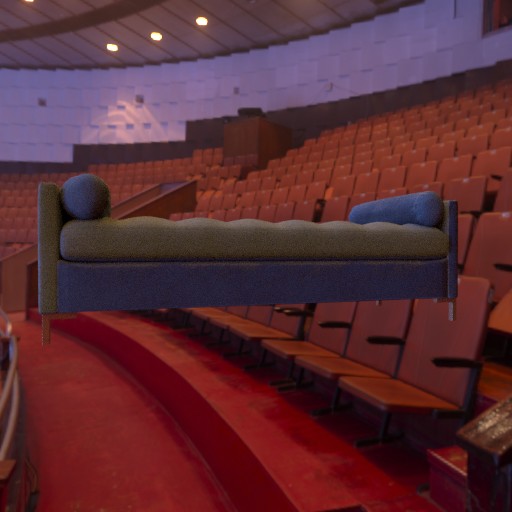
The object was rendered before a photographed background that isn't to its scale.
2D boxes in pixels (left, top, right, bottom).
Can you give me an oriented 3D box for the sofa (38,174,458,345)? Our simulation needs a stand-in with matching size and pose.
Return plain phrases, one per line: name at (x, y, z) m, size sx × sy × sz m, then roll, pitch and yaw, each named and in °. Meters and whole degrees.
sofa at (0.000, 0.000, 2.450) m, size 2.102 × 0.705 × 0.796 m, roll 0°, pitch 1°, yaw -18°
